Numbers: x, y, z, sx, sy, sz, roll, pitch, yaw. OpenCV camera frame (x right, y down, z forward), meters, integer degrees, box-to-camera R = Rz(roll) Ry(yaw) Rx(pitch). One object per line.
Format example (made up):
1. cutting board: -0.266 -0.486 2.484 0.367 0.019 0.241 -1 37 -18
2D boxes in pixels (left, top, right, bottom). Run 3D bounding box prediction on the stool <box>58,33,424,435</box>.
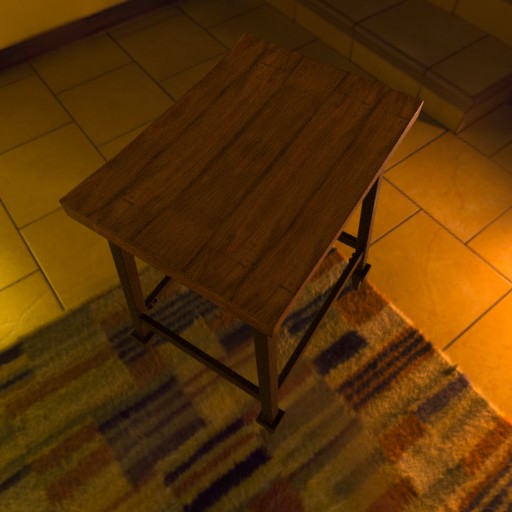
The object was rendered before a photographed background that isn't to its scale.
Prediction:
1. stool: 0.000 0.000 0.930 0.405 0.625 0.486 29 62 17
